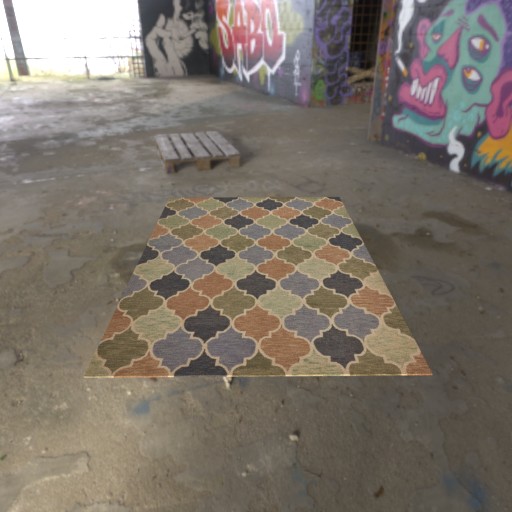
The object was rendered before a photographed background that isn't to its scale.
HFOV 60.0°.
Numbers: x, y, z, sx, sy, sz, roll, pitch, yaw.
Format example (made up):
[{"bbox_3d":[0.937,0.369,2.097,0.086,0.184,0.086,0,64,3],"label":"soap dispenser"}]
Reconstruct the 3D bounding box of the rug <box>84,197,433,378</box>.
[{"bbox_3d":[0.000,0.000,2.357,1.216,0.006,1.828,0,27,-1],"label":"rug"}]
